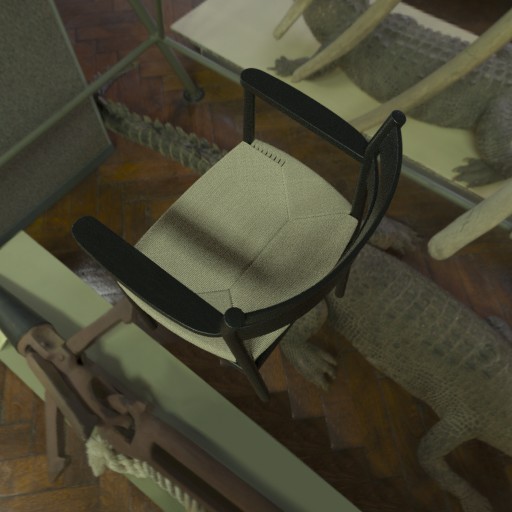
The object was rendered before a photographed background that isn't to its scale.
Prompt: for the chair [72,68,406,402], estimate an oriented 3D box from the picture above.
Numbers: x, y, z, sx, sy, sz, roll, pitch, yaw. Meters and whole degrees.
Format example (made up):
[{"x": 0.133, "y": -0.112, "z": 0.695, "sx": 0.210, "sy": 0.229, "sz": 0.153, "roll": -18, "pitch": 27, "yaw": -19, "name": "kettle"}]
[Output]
[{"x": 0.000, "y": 0.000, "z": 1.180, "sx": 0.508, "sy": 0.775, "sz": 0.630, "roll": 34, "pitch": 67, "yaw": 16, "name": "chair"}]
